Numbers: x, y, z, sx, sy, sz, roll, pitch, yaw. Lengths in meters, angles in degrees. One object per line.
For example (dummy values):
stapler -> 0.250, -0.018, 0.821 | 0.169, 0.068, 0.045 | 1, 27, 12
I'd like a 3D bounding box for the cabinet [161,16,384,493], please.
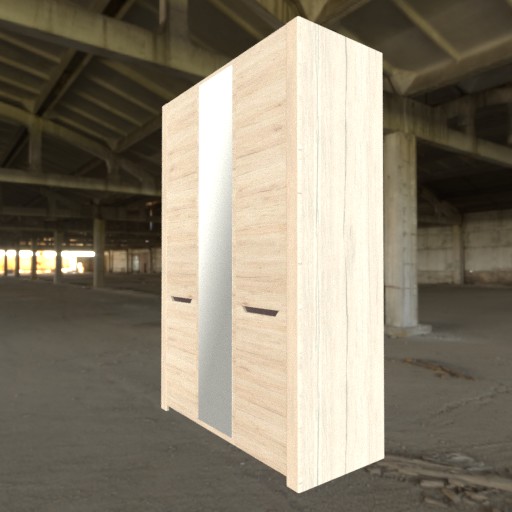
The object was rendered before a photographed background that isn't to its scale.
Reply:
cabinet -> 0.000, 0.000, 2.648 | 0.580, 2.070, 1.400 | 1, -1, -36
